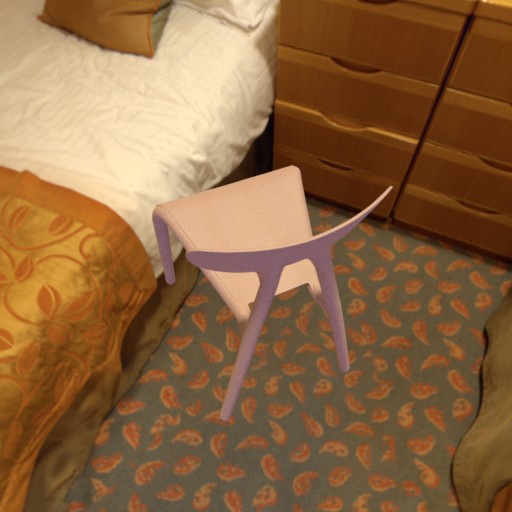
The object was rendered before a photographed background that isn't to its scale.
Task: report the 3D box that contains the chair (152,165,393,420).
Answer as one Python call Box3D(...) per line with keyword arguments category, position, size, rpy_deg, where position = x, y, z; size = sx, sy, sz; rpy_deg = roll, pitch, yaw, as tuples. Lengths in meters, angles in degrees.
Box3D(category="chair", position=(0.000, 0.000, 0.864), size=(0.356, 0.580, 0.401), rpy_deg=(-18, 58, -12))
